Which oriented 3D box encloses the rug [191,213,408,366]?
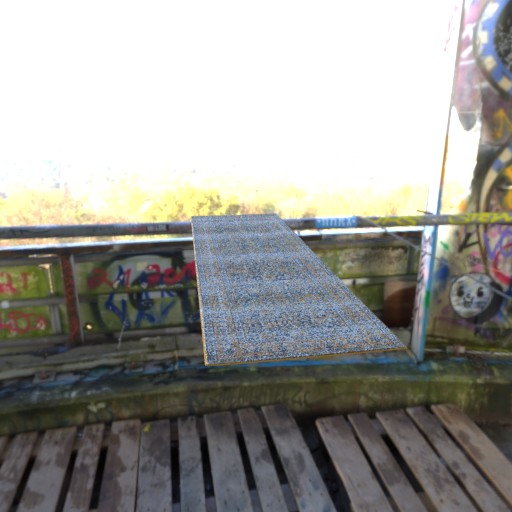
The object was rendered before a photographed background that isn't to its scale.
[{"bbox_3d":[0.000,0.000,2.572,0.704,0.014,2.294,-3,18,-9],"label":"rug"}]
